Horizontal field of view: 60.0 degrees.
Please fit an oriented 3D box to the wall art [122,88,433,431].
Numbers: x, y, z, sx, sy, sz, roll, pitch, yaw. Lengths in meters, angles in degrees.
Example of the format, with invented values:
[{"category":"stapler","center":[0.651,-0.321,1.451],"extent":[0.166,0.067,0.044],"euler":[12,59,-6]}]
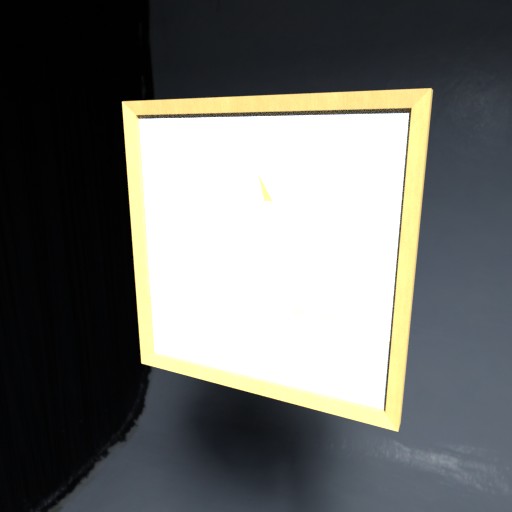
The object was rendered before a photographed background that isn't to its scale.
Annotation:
[{"category":"wall art","center":[0.000,0.000,2.851],"extent":[1.935,1.936,0.097],"euler":[7,17,25]}]
